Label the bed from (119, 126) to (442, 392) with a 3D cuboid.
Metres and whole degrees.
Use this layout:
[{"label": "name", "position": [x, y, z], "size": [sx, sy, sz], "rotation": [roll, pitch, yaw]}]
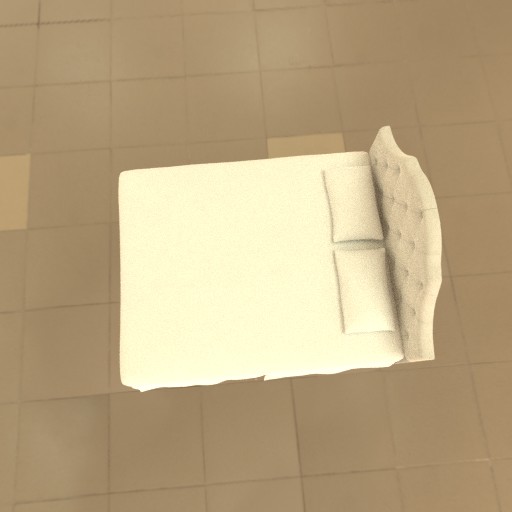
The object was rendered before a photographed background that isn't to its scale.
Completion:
[{"label": "bed", "position": [0.000, 0.000, 3.748], "size": [2.477, 1.617, 2.039], "rotation": [-5, 75, -1]}]
